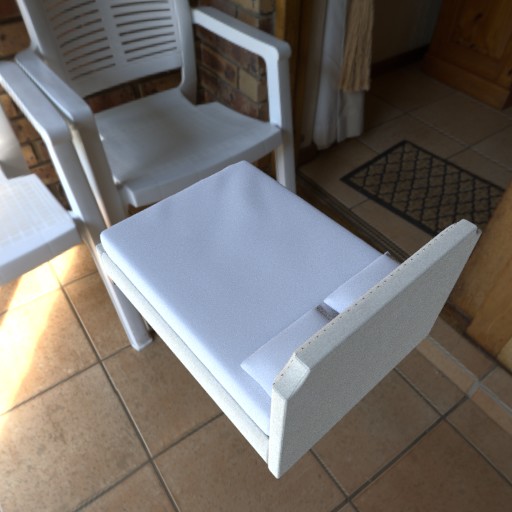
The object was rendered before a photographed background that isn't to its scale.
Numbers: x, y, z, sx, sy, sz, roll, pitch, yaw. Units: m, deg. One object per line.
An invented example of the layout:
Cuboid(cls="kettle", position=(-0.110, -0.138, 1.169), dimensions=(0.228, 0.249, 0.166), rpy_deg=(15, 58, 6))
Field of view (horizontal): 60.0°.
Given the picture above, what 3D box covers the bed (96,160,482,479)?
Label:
Cuboid(cls="bed", position=(0.000, 0.000, 3.450), dimensions=(1.713, 1.457, 2.381), rpy_deg=(-33, 55, -26))
